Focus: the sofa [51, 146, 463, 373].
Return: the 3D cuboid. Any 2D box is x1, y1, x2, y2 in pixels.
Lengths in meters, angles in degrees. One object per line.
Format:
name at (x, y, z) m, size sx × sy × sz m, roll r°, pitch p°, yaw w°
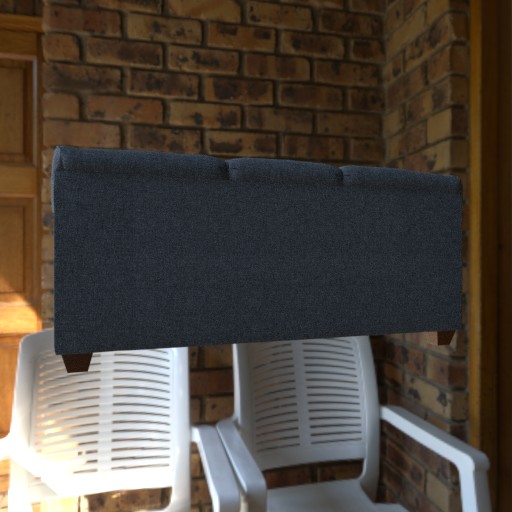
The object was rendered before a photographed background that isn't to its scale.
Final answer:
sofa at (0.000, 0.000, 2.515) m, size 2.024 × 0.958 × 0.997 m, roll 0°, pitch 0°, yaw -18°
